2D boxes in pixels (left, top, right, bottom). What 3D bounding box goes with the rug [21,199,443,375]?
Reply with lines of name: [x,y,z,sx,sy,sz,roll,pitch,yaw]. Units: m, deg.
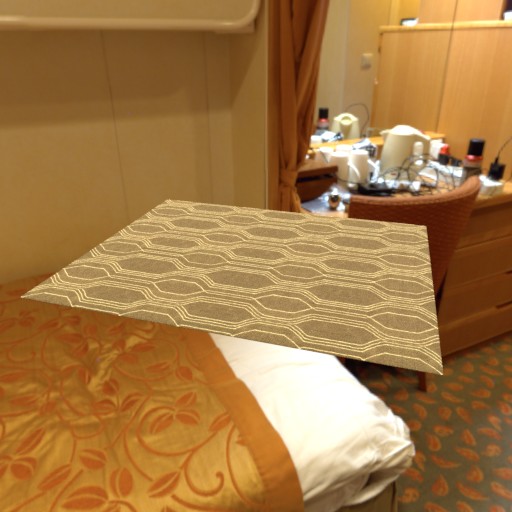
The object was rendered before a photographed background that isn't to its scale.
rug: [0.000,0.000,4.083,3.062,0.012,2.457,8,27,15]
